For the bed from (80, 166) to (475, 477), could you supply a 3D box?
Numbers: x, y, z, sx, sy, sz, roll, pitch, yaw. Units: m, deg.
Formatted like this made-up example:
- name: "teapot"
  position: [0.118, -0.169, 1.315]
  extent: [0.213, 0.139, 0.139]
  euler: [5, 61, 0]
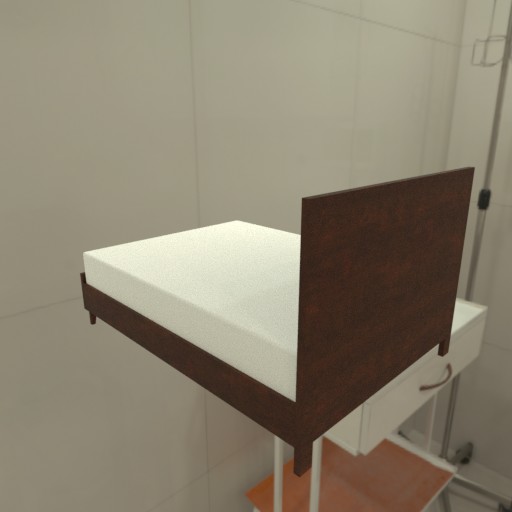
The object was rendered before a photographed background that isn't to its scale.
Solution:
- name: "bed"
  position: [0.000, 0.000, 3.099]
  extent: [1.600, 1.270, 2.184]
  euler: [-16, 24, -42]
